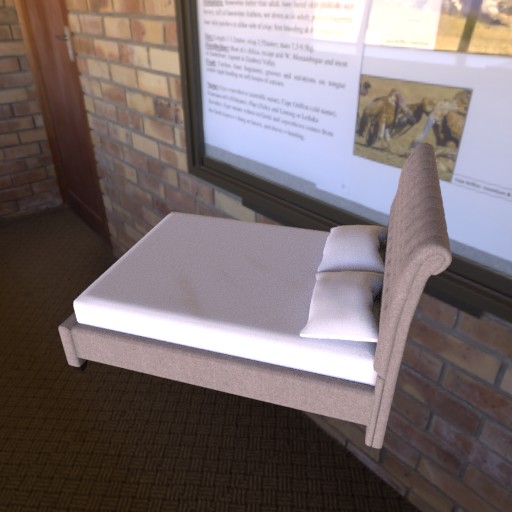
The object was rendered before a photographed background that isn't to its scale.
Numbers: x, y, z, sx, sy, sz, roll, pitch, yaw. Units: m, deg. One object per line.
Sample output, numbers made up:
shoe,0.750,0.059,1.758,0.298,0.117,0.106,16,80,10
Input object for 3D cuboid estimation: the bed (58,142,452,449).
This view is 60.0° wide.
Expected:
bed,0.000,0.000,3.178,2.252,1.371,1.645,9,31,14
